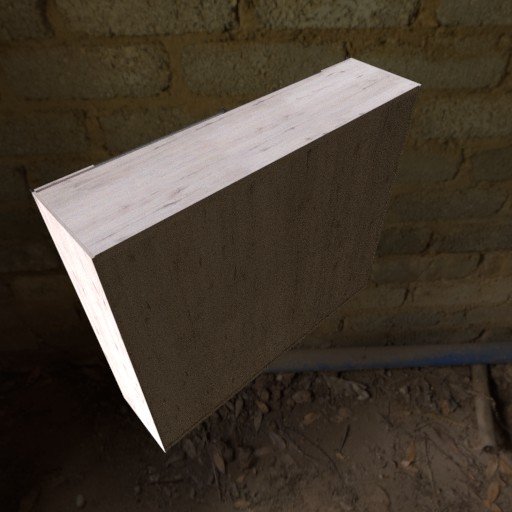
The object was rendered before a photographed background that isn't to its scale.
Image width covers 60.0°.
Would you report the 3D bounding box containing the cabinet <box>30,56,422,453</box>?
[{"bbox_3d":[0.000,0.000,3.435,2.500,2.180,0.660,-33,54,-28],"label":"cabinet"}]
